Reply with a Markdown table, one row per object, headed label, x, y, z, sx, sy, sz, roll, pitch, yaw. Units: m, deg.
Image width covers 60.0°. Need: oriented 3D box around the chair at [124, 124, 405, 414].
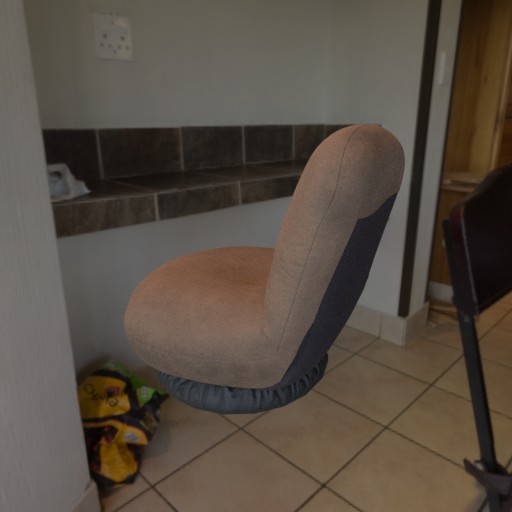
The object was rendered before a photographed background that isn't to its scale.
| label | x | y | z | sx | sy | sz | roll | pitch | yaw |
| --- | --- | --- | --- | --- | --- | --- | --- | --- | --- |
| chair | 0.000 | 0.000 | 1.035 | 0.597 | 0.594 | 0.521 | 8 | 19 | 25 |
